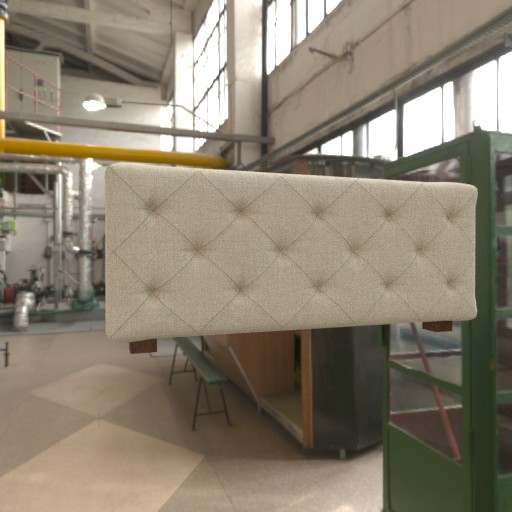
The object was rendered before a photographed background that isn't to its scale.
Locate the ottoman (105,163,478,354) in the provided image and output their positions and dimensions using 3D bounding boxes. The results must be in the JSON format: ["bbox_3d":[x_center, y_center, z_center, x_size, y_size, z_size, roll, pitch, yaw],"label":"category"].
[{"bbox_3d":[0.000,0.000,1.599,1.028,0.439,1.028,0,1,-19],"label":"ottoman"}]
